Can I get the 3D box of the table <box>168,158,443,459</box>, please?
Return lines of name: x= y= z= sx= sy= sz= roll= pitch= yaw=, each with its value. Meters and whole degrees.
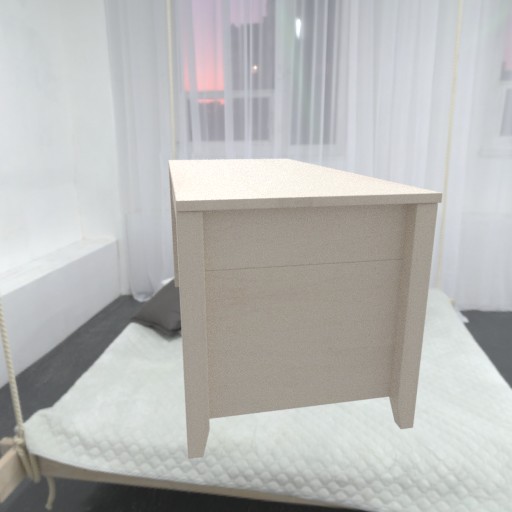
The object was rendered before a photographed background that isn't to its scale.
table: x=0.000 y=0.000 z=1.271 sx=0.457 sy=0.483 sz=1.016 roll=-3 pitch=16 yaw=-11
